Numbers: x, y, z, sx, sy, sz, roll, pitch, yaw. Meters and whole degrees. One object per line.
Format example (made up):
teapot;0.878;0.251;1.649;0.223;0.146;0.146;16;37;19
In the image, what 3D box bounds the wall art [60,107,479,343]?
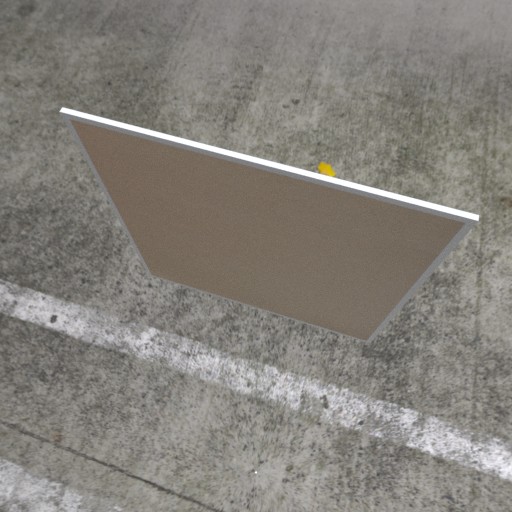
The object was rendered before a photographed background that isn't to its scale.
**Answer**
wall art;0.000;0.000;0.667;0.456;0.456;0.007;16;65;8
